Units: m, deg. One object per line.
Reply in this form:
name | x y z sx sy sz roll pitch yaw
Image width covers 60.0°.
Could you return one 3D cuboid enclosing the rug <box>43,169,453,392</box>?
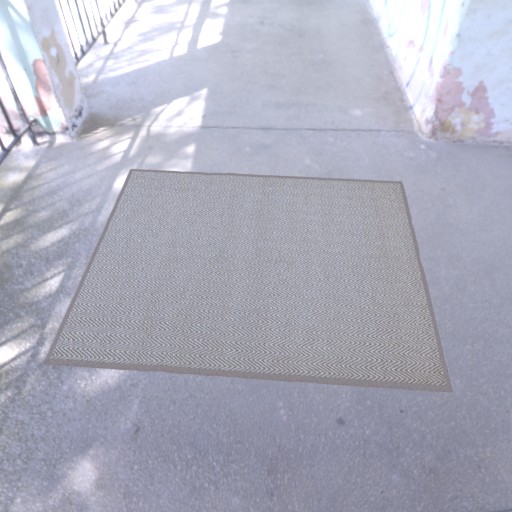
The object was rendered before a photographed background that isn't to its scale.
rug | 0.000 0.000 4.049 3.007 0.032 2.434 3 47 3
